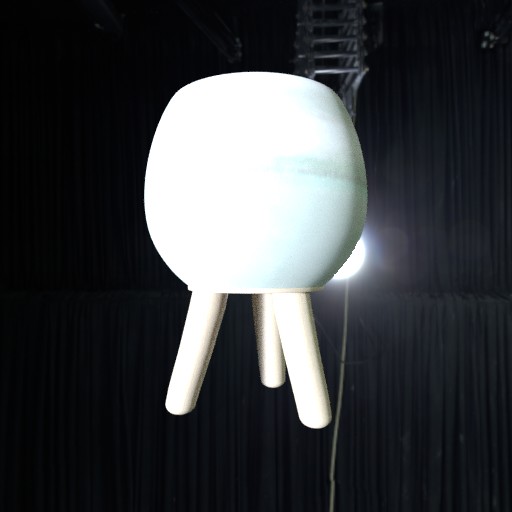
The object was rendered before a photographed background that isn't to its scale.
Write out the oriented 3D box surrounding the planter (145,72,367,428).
[{"bbox_3d":[0.000,0.000,0.330,0.161,0.224,0.161,0,-1,0],"label":"planter"}]
